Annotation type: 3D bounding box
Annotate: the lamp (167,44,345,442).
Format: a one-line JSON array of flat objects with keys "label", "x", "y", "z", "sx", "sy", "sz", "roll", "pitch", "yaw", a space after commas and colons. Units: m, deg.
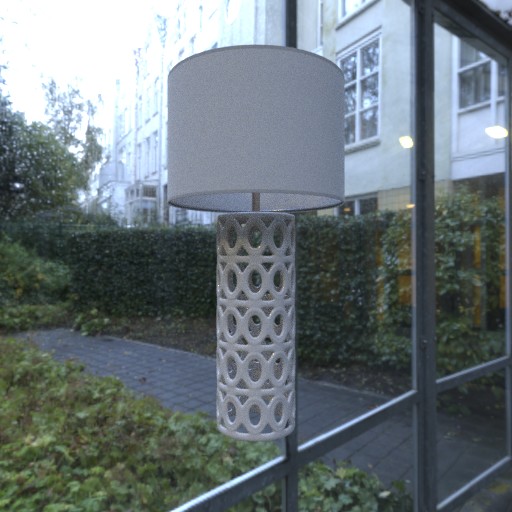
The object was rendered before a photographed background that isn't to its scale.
[{"label": "lamp", "x": 0.000, "y": 0.000, "z": 0.829, "sx": 0.324, "sy": 0.636, "sz": 0.325, "roll": 0, "pitch": 0, "yaw": -34}]
